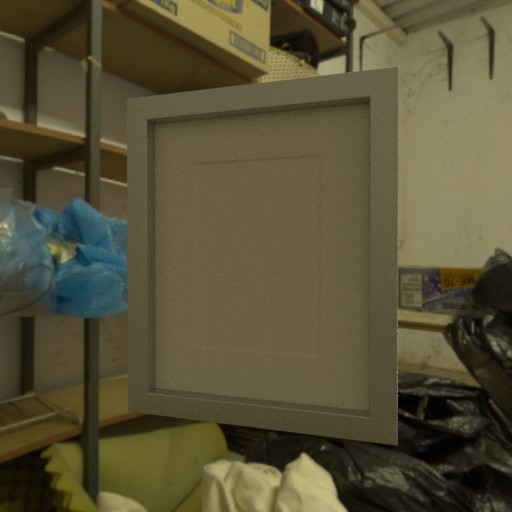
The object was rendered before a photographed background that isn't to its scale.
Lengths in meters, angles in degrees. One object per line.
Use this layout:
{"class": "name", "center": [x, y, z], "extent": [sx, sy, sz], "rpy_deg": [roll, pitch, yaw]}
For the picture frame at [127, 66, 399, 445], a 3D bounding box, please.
{"class": "picture frame", "center": [0.000, 0.000, 0.381], "extent": [0.233, 0.282, 0.036], "rpy_deg": [0, 1, 18]}
